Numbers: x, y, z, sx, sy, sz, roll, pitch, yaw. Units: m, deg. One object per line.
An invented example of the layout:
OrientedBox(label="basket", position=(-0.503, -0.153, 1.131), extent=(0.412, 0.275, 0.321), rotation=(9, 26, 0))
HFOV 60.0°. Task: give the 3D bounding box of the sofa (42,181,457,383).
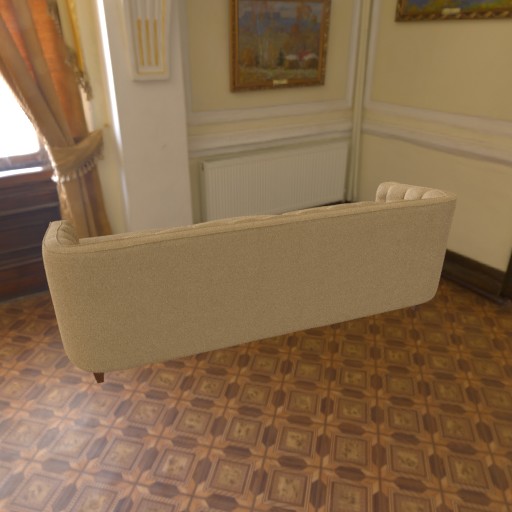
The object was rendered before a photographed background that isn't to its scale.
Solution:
OrientedBox(label="sofa", position=(0.000, 0.000, 2.667), extent=(2.235, 0.788, 0.913), rotation=(-9, 28, -18))
